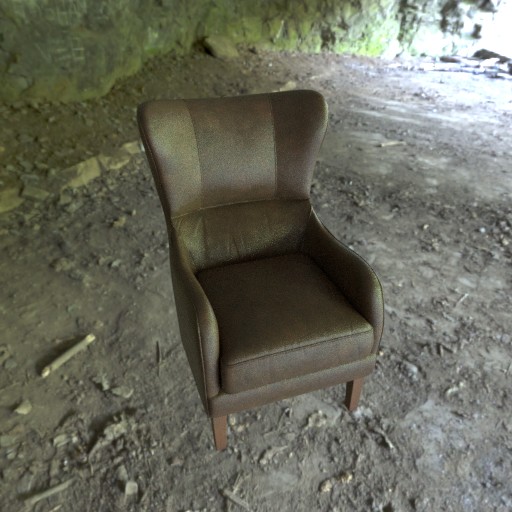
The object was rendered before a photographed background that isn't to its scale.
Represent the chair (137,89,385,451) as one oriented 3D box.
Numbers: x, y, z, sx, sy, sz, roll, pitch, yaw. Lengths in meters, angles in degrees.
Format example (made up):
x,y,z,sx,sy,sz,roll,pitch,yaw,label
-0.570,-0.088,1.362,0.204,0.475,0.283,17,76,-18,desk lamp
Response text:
x,y,z,sx,sy,sz,roll,pitch,yaw,label
0.000,0.000,1.653,0.692,1.048,0.914,-10,33,-16,chair
